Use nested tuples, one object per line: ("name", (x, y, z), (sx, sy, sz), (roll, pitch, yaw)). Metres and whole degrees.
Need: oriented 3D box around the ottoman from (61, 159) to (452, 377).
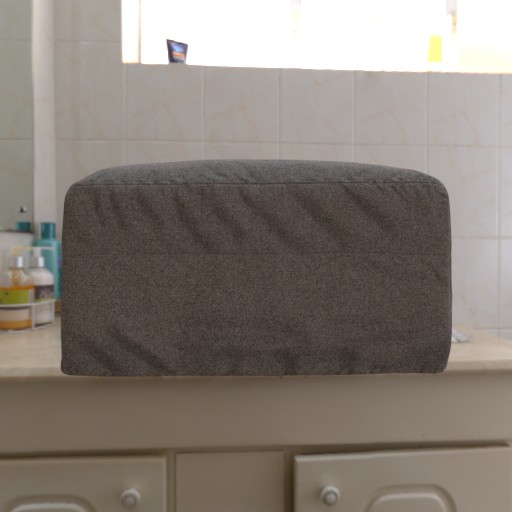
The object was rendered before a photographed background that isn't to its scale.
("ottoman", (0.000, 0.000, 1.219), (0.837, 0.481, 0.683), (0, 0, -1))
